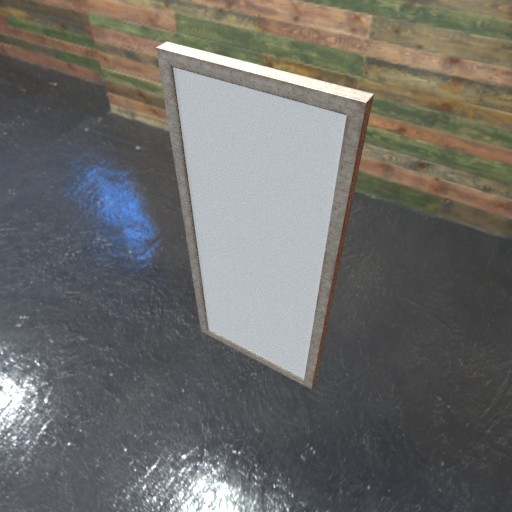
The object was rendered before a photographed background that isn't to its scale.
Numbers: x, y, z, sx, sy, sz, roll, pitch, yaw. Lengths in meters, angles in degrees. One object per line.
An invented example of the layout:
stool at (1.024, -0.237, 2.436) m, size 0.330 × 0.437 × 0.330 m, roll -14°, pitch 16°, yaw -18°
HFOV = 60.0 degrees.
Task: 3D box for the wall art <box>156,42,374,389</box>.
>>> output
wall art at (0.000, 0.000, 1.721) m, size 0.648 × 1.461 × 0.051 m, roll 23°, pitch 51°, yaw 21°
